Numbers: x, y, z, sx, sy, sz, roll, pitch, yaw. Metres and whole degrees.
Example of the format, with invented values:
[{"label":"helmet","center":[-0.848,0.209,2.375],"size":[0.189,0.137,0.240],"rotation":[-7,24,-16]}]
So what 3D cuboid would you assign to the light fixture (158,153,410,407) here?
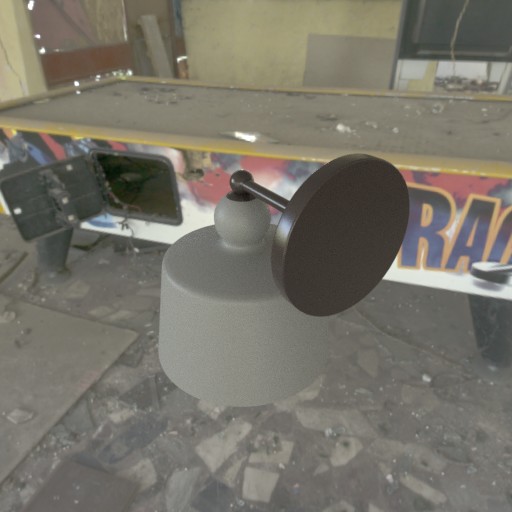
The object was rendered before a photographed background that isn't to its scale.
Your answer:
[{"label":"light fixture","center":[0.000,0.000,0.452],"size":[0.204,0.268,0.254],"rotation":[-18,34,-29]}]
